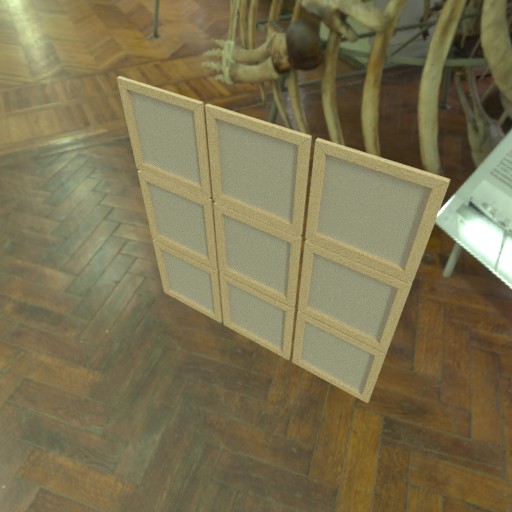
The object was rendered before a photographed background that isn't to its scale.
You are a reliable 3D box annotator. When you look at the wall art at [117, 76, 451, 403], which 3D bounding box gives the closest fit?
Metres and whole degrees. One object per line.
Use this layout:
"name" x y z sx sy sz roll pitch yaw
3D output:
"wall art" 0.000 0.000 1.826 1.217 1.207 0.016 25 50 23
